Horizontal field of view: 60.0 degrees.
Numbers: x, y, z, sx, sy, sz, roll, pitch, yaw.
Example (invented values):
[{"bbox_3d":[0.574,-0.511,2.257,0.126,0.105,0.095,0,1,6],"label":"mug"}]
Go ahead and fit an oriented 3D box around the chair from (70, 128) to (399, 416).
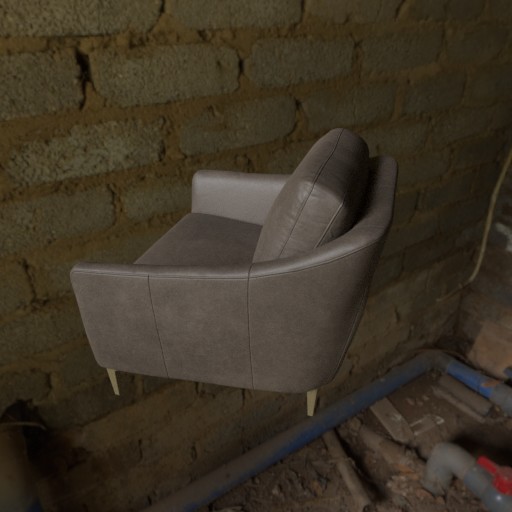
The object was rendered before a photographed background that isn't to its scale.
[{"bbox_3d":[0.000,0.000,1.734,0.961,0.901,0.988,9,31,15],"label":"chair"}]
